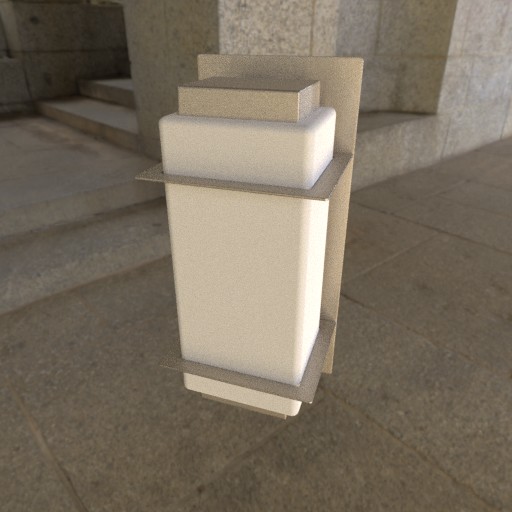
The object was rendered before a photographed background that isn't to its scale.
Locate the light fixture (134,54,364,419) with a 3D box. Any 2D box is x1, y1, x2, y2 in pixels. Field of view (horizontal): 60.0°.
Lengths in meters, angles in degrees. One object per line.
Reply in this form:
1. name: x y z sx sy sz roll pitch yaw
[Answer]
1. light fixture: 0.000 0.000 0.468 0.168 0.380 0.160 9 29 17
